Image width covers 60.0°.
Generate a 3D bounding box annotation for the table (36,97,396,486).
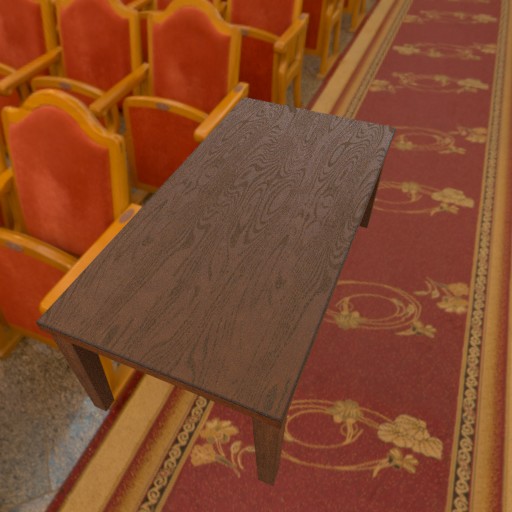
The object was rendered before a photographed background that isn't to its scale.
[{"bbox_3d":[0.000,0.000,2.478,1.016,0.762,1.981,17,49,16],"label":"table"}]
